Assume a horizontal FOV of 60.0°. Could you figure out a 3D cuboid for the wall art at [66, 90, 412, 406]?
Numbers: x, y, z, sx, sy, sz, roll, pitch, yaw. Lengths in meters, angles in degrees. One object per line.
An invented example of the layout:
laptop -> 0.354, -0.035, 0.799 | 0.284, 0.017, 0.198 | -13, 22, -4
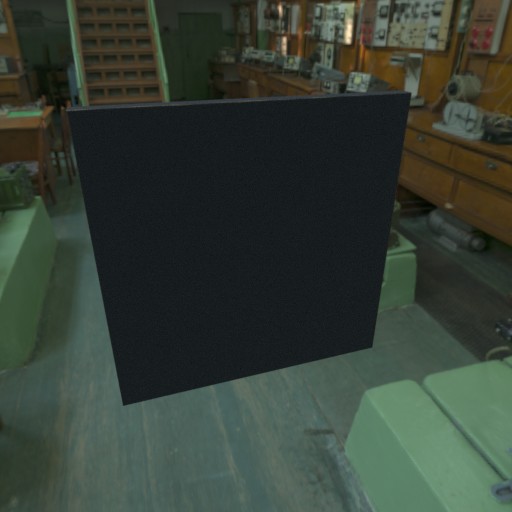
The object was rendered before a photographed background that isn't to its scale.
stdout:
wall art -> 0.000, 0.000, 1.130 | 0.762, 0.762, 0.038 | -9, 29, -16
